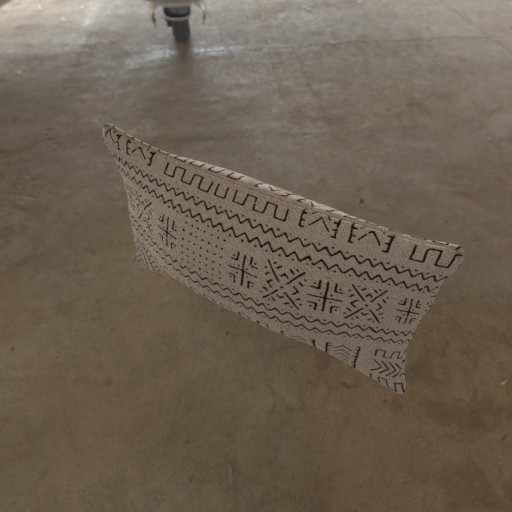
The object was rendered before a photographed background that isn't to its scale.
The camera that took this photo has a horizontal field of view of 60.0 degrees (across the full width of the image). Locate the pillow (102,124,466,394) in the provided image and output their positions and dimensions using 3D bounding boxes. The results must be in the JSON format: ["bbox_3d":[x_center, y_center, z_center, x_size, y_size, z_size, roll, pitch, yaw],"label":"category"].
[{"bbox_3d":[0.000,0.000,0.798,0.637,0.352,0.188,23,49,22],"label":"pillow"}]
